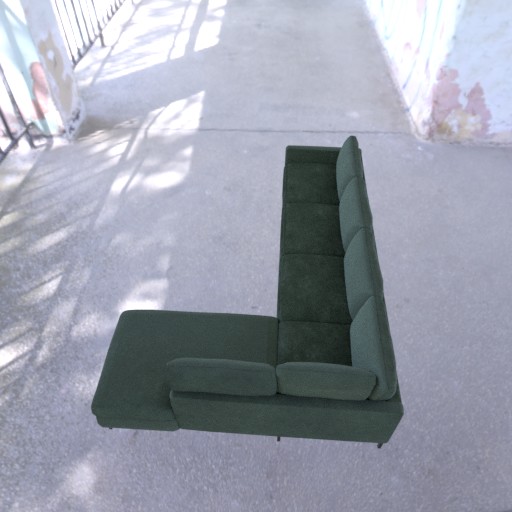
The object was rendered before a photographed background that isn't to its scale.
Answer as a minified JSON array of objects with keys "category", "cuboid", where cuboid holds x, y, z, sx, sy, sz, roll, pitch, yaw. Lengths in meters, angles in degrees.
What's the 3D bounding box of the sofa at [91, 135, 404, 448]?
[{"category":"sofa","cuboid":[0.000,0.000,3.259,1.707,0.687,2.486,3,47,3]}]
